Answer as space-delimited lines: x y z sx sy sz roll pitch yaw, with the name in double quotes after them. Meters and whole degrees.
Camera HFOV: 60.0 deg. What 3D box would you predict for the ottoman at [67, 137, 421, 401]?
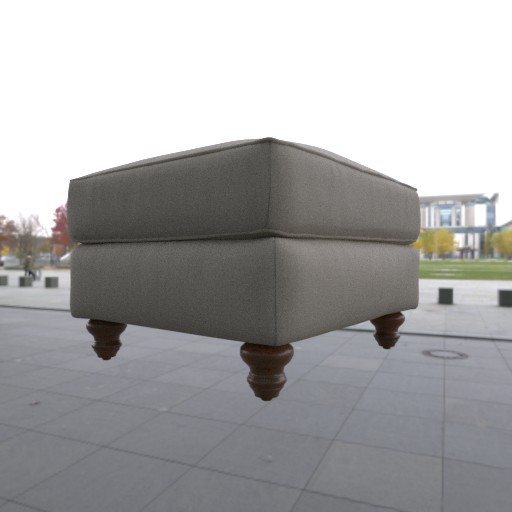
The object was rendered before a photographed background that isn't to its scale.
0.000 0.000 1.147 0.662 0.505 0.716 0 0 38 "ottoman"
